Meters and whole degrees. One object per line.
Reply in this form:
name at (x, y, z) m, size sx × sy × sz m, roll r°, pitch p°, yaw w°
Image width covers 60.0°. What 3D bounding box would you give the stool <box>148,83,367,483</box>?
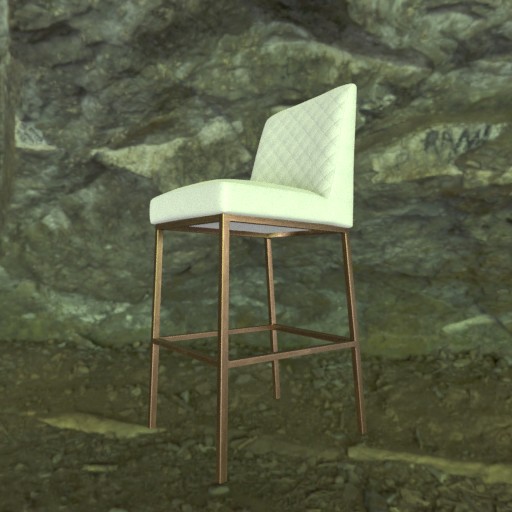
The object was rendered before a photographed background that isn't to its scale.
stool at (0.000, 0.000, 1.389) m, size 0.546 × 1.084 × 0.462 m, roll 0°, pitch -1°, yaw -36°
